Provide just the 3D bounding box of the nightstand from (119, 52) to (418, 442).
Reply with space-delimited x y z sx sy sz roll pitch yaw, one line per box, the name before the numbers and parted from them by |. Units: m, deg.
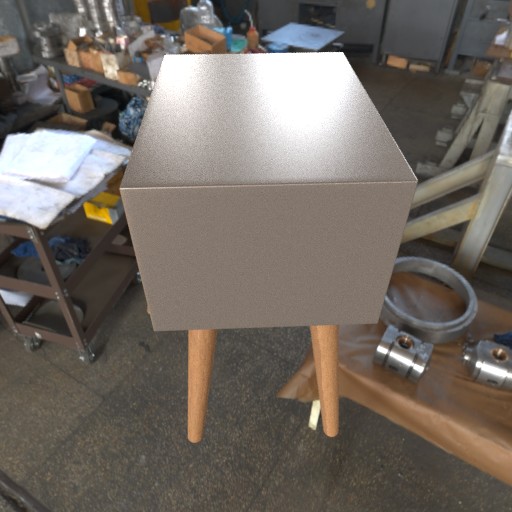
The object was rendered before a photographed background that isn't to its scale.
nightstand | 0.000 0.000 0.715 0.288 0.508 0.370 -2 42 -2
